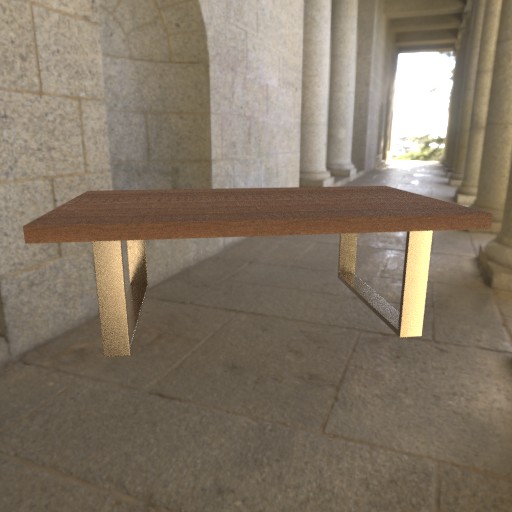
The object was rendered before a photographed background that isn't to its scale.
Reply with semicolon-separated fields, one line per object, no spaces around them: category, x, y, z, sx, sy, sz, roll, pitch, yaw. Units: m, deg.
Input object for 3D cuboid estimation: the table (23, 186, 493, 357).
table;0.000;0.000;1.743;1.400;0.440;0.800;-2;15;-8
